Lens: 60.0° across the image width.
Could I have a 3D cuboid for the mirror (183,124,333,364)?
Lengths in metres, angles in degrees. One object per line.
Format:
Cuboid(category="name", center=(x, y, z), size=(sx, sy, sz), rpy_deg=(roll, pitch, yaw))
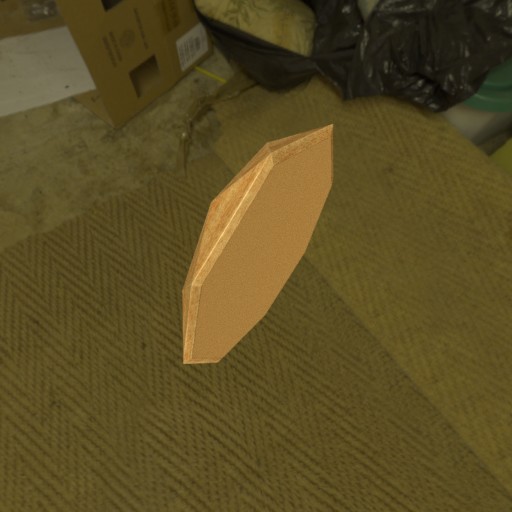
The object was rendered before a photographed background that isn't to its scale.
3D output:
Cuboid(category="mirror", center=(0.000, 0.000, 1.026), size=(0.070, 0.774, 0.577), rpy_deg=(34, 69, 15))
